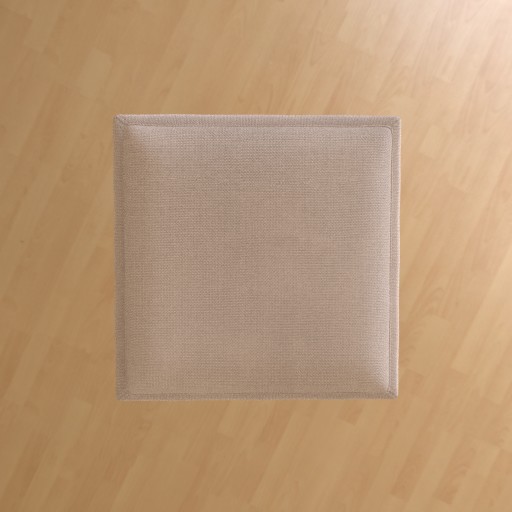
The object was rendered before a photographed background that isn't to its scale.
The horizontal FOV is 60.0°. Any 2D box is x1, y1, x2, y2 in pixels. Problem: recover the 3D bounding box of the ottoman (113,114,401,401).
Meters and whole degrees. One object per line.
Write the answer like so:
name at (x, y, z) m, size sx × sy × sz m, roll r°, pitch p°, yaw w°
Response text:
ottoman at (0.000, 0.000, 0.825) m, size 0.450 × 0.460 × 0.451 m, roll 0°, pitch 92°, yaw -1°
